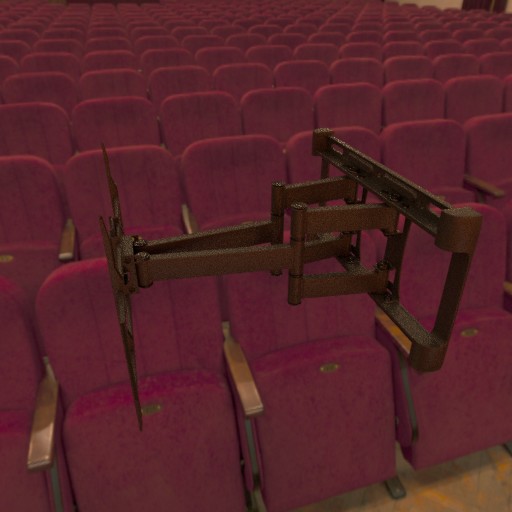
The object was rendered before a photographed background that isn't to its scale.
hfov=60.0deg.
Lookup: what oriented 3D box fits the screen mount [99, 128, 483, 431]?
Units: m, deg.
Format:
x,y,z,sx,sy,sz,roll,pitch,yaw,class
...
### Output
x,y,z,sx,sy,sz,roll,pitch,yaw,class
0.000,0.000,1.070,0.644,0.491,0.661,-8,31,-14,screen mount
